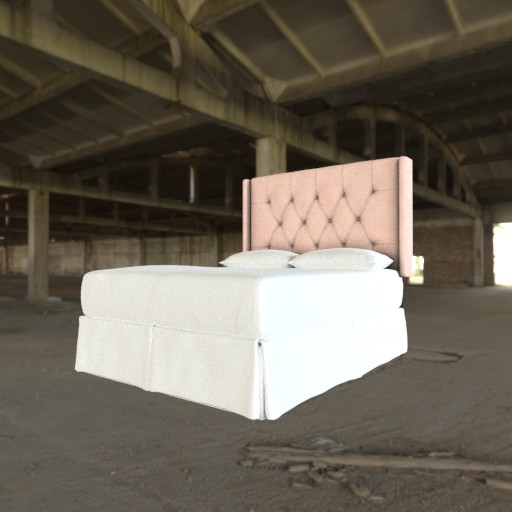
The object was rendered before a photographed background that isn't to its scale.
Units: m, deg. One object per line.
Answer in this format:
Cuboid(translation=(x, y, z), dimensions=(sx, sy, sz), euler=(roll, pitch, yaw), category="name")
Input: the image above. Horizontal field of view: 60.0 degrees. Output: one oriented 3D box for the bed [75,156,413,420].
Cuboid(translation=(0.000, 0.000, 3.403), dimensions=(1.719, 1.665, 2.066), euler=(-1, -1, 38), category="bed")
